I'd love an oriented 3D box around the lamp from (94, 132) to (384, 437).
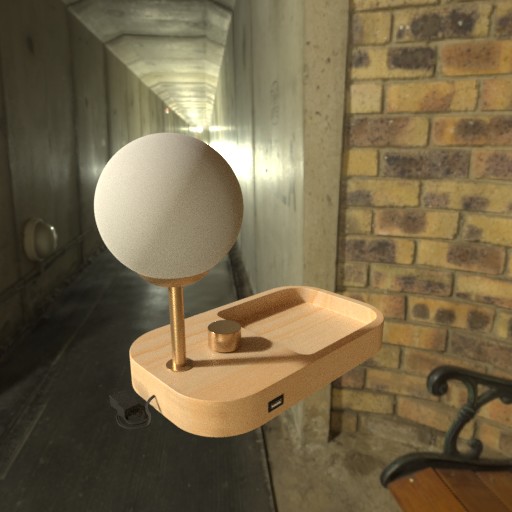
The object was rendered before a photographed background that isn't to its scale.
[{"bbox_3d":[0.000,0.000,0.469,0.331,0.253,0.173,-15,22,-42],"label":"lamp"}]
